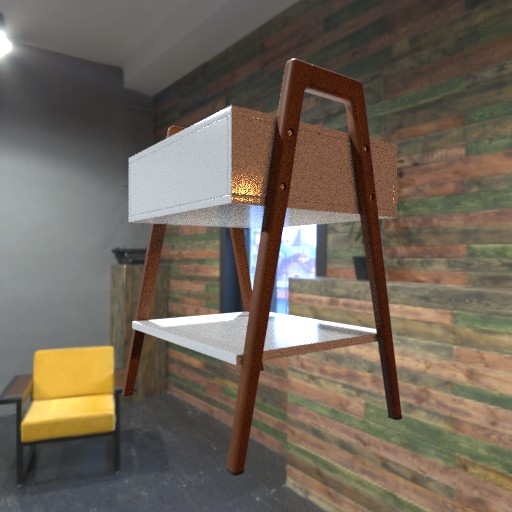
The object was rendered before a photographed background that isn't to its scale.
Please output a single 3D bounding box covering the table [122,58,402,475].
[{"bbox_3d":[0.000,0.000,0.915,0.405,0.610,0.457,0,0,-36],"label":"table"}]
